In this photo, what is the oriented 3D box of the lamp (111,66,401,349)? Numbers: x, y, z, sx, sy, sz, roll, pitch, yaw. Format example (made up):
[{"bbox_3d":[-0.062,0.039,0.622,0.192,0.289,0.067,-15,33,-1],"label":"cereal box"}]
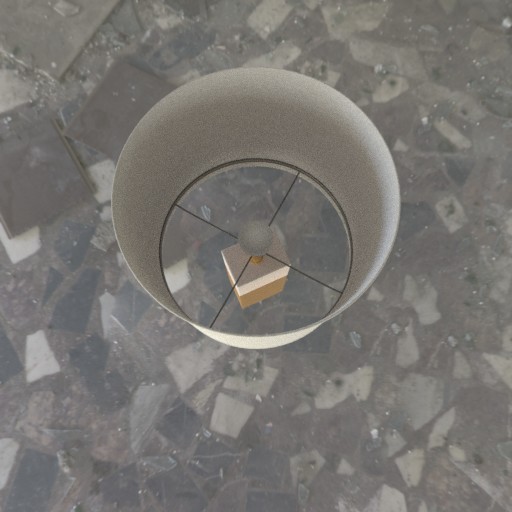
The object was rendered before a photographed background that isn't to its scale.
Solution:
[{"bbox_3d":[0.000,0.000,0.553,0.229,0.417,0.229,-24,77,-6],"label":"lamp"}]
